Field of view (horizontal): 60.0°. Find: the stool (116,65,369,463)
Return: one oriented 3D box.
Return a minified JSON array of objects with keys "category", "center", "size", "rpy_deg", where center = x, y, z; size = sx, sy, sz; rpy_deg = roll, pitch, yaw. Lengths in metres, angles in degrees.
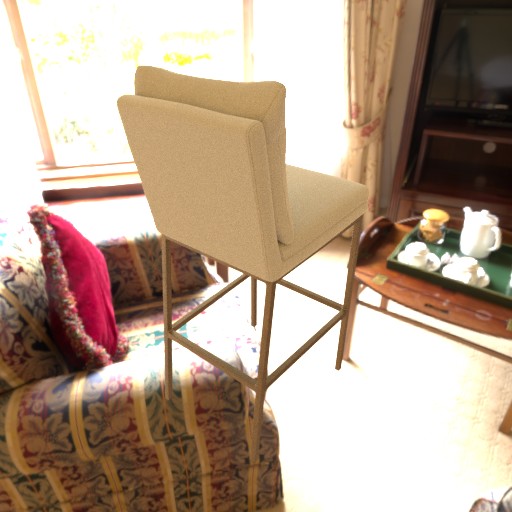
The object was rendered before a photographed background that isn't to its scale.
[{"category":"stool","center":[0.000,0.000,1.395],"size":[0.463,1.125,0.572],"rpy_deg":[22,37,32]}]
